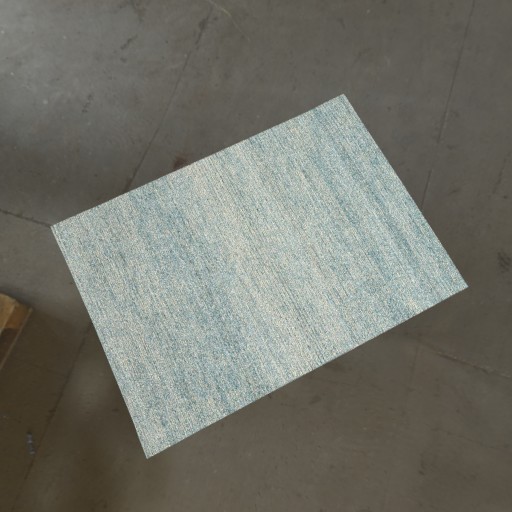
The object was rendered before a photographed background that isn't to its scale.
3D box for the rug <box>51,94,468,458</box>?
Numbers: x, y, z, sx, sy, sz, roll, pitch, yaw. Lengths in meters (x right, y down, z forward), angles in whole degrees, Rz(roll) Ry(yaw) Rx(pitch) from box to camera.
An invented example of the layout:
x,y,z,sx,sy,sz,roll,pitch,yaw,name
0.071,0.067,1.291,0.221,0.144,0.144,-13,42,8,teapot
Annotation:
x,y,z,sx,sy,sz,roll,pitch,yaw,name
0.000,0.000,2.899,2.260,0.026,1.611,-26,76,-7,rug
